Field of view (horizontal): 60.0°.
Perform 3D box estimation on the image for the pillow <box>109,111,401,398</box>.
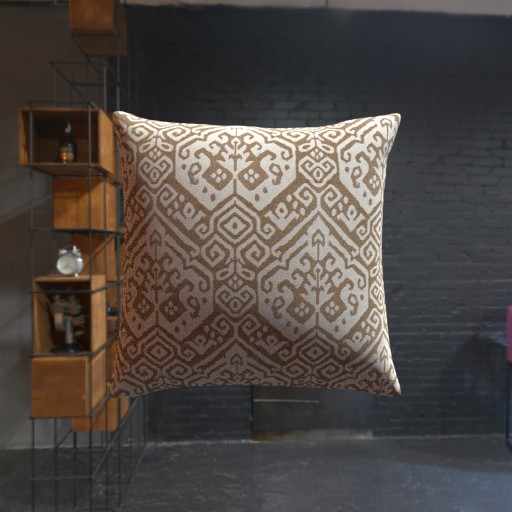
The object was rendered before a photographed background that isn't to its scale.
[{"bbox_3d":[0.000,0.000,0.634,0.419,0.407,0.173,0,1,-2],"label":"pillow"}]
